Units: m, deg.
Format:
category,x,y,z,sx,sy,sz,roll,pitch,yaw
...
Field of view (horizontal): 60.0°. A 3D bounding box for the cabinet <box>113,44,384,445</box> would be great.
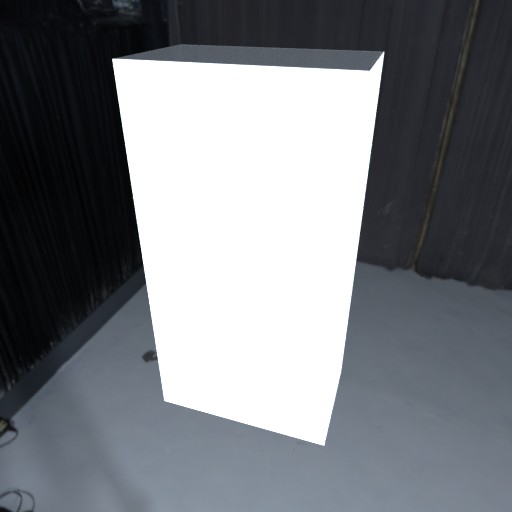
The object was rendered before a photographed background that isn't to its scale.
category,x,y,z,sx,sy,sz,roll,pitch,yaw
cabinet,0.000,0.000,2.312,0.980,1.920,0.580,10,32,16
